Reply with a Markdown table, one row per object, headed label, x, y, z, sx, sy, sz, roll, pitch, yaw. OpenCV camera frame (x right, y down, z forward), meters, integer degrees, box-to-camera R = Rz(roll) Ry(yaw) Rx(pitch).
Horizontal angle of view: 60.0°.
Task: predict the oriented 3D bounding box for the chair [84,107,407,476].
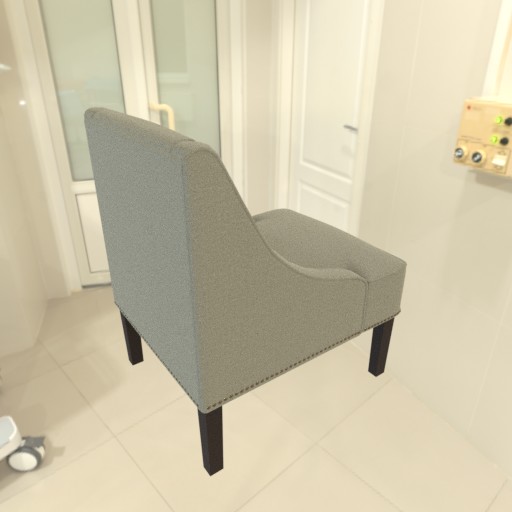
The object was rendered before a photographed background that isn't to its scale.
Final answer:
| label | x | y | z | sx | sy | sz | roll | pitch | yaw |
| --- | --- | --- | --- | --- | --- | --- | --- | --- | --- |
| chair | 0.000 | 0.000 | 1.357 | 0.737 | 0.864 | 0.610 | -18 | 32 | -31 |
